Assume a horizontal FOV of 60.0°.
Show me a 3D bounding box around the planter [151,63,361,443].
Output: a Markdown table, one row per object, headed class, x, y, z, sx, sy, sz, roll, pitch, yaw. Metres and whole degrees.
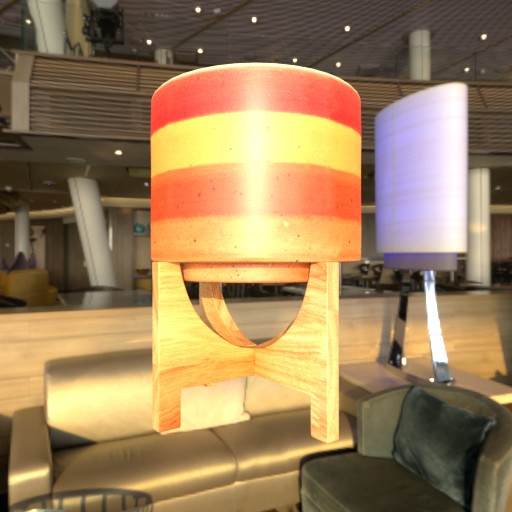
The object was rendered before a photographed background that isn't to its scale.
| class | x | y | z | sx | sy | sz | roll | pitch | yaw |
| --- | --- | --- | --- | --- | --- | --- | --- | --- | --- |
| planter | 0.000 | 0.000 | 0.559 | 0.269 | 0.379 | 0.269 | 0 | 0 | 0 |
